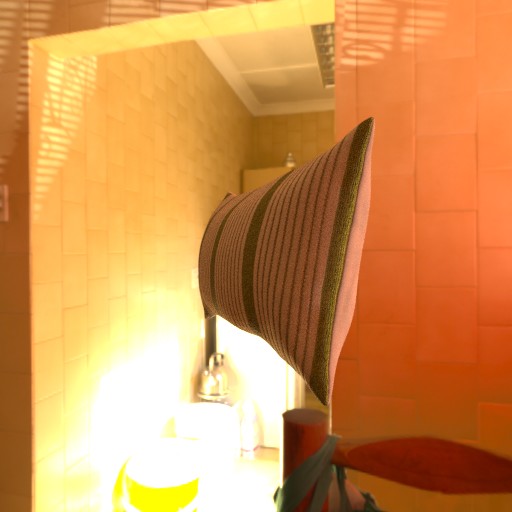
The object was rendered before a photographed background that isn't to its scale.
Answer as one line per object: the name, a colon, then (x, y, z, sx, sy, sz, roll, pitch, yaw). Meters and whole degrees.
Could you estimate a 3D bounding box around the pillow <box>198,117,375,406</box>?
pillow: (0.000, 0.000, 0.725, 0.156, 0.292, 0.608, 0, 0, -17)
